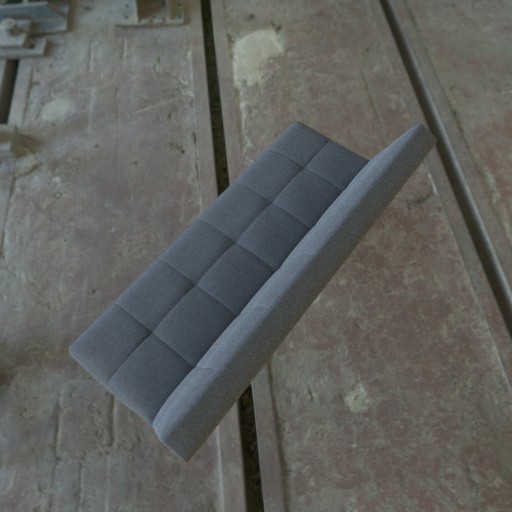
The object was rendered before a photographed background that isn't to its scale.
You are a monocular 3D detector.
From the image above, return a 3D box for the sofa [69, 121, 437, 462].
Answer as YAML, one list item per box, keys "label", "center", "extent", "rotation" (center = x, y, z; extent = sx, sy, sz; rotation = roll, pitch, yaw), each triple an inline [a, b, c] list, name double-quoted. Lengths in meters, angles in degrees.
- label: "sofa"
  center: [0.000, 0.000, 2.203]
  extent: [0.820, 0.770, 1.820]
  rotation: [35, 68, 17]
